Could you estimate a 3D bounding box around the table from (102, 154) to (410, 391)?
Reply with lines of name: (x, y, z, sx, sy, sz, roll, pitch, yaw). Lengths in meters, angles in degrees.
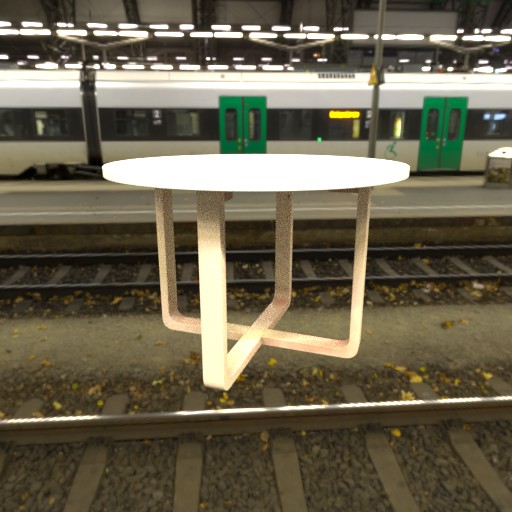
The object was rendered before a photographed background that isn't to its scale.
table: (0.000, 0.000, 0.967, 0.600, 0.400, 0.600, 0, 16, 0)
